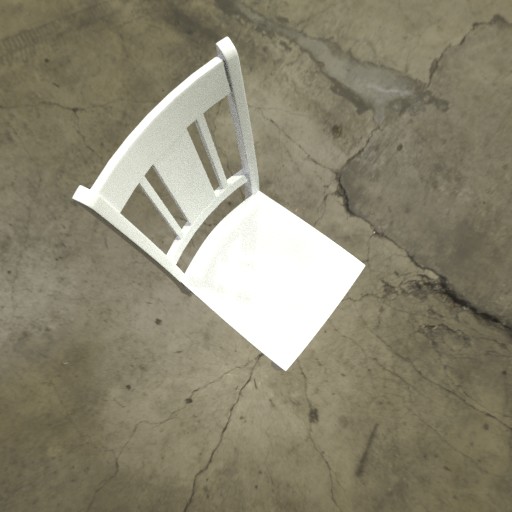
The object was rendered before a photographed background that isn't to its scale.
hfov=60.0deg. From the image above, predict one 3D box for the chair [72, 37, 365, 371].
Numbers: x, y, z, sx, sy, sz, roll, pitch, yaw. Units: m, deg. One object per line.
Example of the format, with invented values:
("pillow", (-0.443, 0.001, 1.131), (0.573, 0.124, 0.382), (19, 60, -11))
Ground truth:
("chair", (0.000, 0.000, 1.299), (0.555, 0.998, 0.450), (38, 79, 9))
